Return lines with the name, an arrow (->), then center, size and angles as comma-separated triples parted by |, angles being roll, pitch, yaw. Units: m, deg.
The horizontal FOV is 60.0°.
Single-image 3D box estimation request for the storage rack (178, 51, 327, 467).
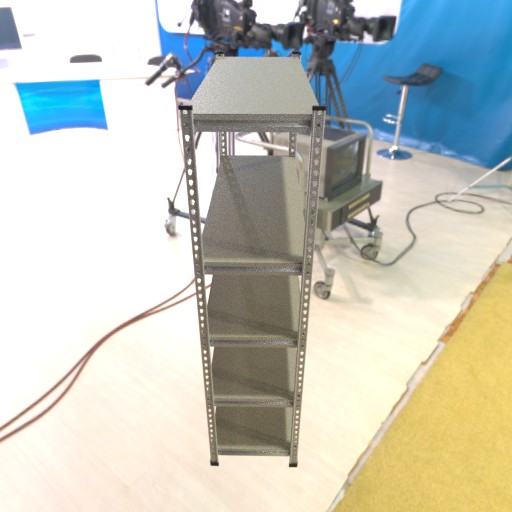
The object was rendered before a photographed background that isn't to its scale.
storage rack -> 0.000, 0.000, 2.342 | 0.457, 1.829, 1.219 | 1, 32, 1
